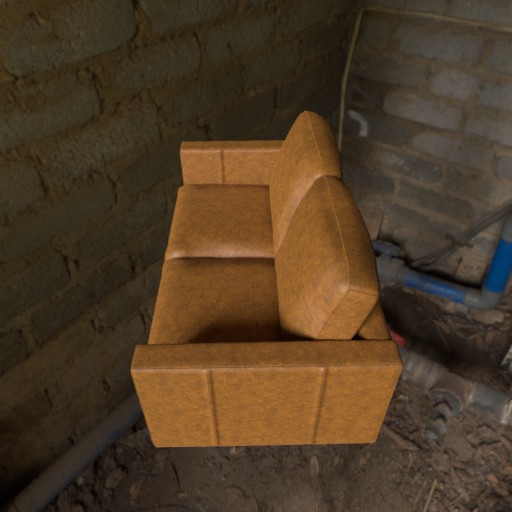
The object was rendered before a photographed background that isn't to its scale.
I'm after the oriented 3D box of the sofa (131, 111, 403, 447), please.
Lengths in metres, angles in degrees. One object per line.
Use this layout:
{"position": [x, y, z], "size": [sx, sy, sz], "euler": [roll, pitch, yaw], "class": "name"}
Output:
{"position": [0.000, 0.000, 2.134], "size": [0.909, 0.951, 1.578], "euler": [-1, 41, -1], "class": "sofa"}
